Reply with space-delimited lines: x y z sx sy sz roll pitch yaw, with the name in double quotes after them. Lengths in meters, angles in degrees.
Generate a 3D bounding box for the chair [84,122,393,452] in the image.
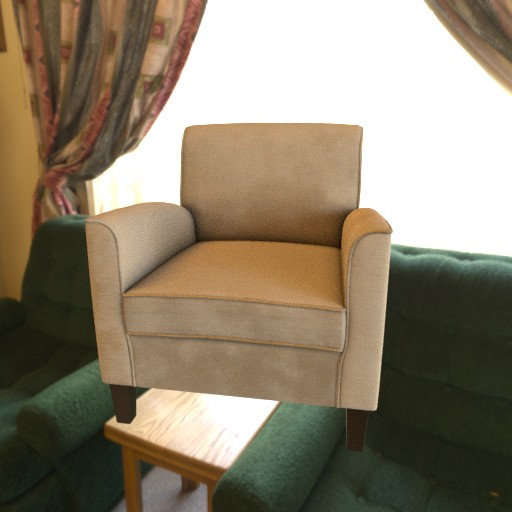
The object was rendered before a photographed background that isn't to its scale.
0.000 0.000 1.551 0.820 0.915 0.821 3 16 10 "chair"
